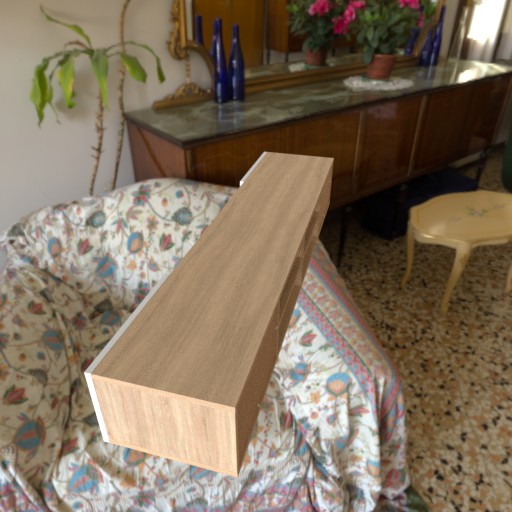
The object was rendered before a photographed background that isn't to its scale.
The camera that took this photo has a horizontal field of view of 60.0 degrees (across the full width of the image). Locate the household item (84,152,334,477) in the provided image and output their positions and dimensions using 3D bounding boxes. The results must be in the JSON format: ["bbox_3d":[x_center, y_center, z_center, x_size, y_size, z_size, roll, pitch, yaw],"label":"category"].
[{"bbox_3d":[0.000,0.000,1.961,0.420,0.310,1.850,9,33,13],"label":"household item"}]
